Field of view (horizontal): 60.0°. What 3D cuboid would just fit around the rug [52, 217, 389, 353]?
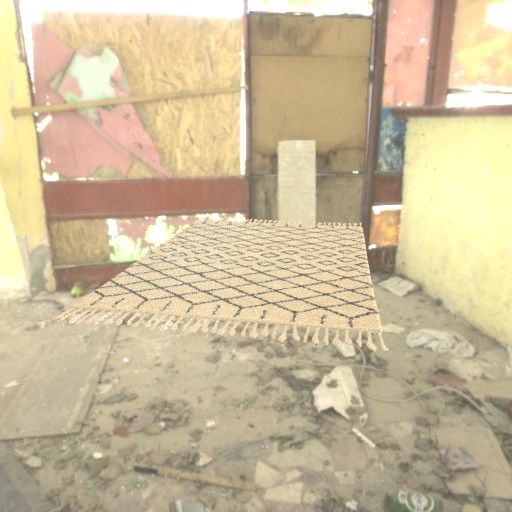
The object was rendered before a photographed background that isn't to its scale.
[{"bbox_3d":[0.000,0.000,3.304,1.664,0.029,2.615,3,17,10],"label":"rug"}]
